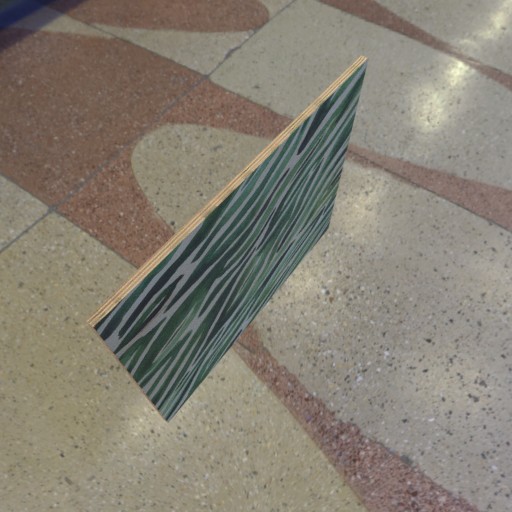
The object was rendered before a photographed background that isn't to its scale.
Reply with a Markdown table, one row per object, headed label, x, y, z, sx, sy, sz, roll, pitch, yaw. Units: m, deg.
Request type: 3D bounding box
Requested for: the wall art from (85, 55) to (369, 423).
| label | x | y | z | sx | sy | sz | roll | pitch | yaw |
| --- | --- | --- | --- | --- | --- | --- | --- | --- | --- |
| wall art | 0.000 | 0.000 | 0.687 | 0.012 | 0.408 | 0.508 | 33 | 63 | 19 |
